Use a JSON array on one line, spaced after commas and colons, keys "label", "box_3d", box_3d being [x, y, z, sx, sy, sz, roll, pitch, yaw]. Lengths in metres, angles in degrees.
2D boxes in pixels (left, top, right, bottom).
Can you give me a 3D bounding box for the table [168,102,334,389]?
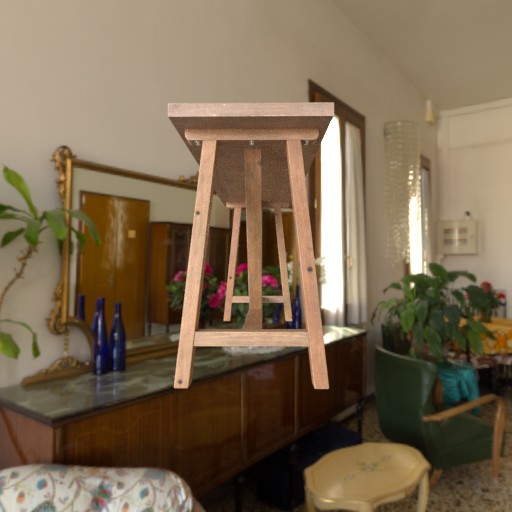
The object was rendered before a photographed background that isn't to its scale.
[{"label": "table", "box_3d": [0.000, 0.000, 2.128, 0.465, 0.810, 1.800, 0, -1, 1]}]
